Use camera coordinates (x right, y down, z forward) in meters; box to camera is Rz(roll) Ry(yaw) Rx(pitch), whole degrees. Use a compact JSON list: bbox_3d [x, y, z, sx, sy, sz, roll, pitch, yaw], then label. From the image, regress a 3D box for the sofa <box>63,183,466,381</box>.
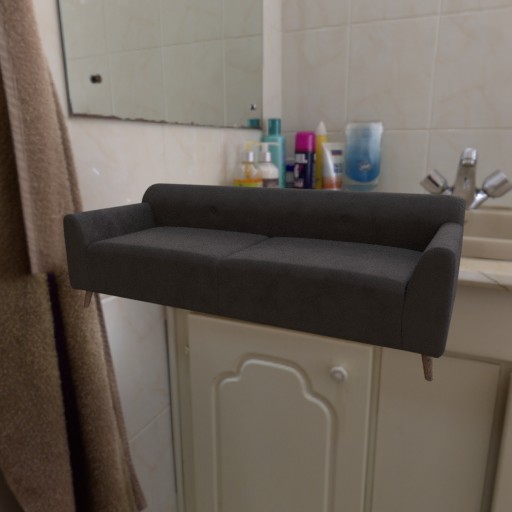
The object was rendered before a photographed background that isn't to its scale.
[{"bbox_3d":[0.000,0.000,2.636,2.190,0.740,0.900,7,15,26],"label":"sofa"}]
